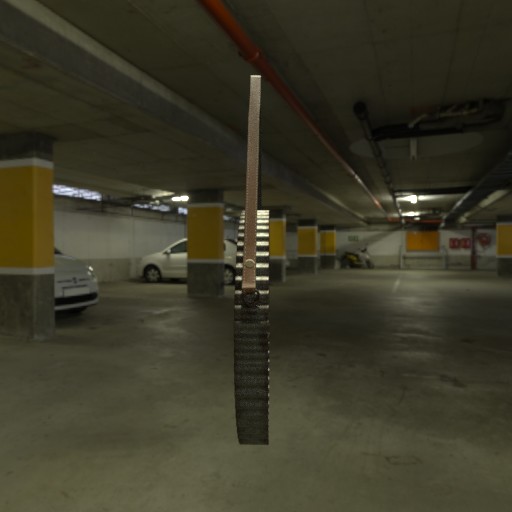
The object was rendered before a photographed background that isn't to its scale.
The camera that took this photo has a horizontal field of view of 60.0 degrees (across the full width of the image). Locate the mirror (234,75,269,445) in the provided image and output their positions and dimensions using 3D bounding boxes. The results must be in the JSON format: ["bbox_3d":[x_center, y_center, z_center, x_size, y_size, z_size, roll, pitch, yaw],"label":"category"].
[{"bbox_3d":[0.000,0.000,0.702,0.042,0.568,0.355,0,1,2],"label":"mirror"}]
